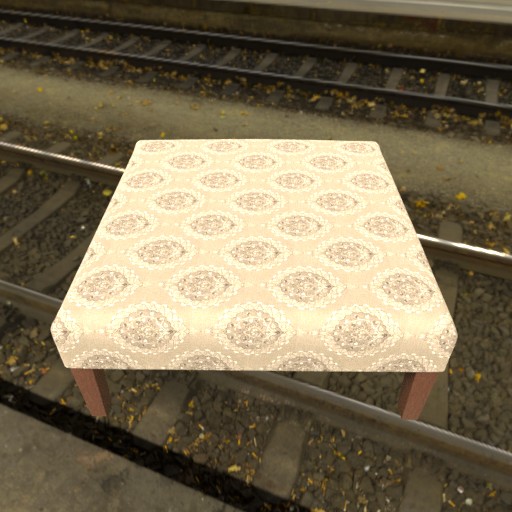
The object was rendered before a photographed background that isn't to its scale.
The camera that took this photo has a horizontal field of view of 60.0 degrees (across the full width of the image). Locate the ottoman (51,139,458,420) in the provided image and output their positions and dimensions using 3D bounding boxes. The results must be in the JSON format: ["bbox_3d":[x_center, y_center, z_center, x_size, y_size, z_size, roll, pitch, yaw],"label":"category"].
[{"bbox_3d":[0.000,0.000,1.382,0.890,0.411,0.889,0,41,1],"label":"ottoman"}]
